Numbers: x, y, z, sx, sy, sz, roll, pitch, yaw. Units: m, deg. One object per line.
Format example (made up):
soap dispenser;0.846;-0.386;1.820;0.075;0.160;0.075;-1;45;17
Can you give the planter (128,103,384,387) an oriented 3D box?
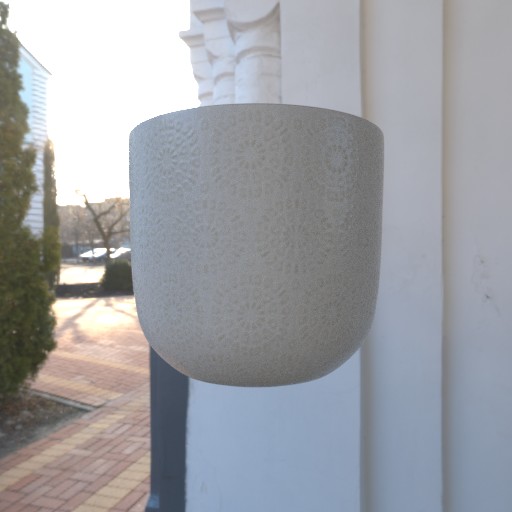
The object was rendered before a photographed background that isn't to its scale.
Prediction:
planter;0.000;0.000;0.375;0.208;0.190;0.208;0;1;0
